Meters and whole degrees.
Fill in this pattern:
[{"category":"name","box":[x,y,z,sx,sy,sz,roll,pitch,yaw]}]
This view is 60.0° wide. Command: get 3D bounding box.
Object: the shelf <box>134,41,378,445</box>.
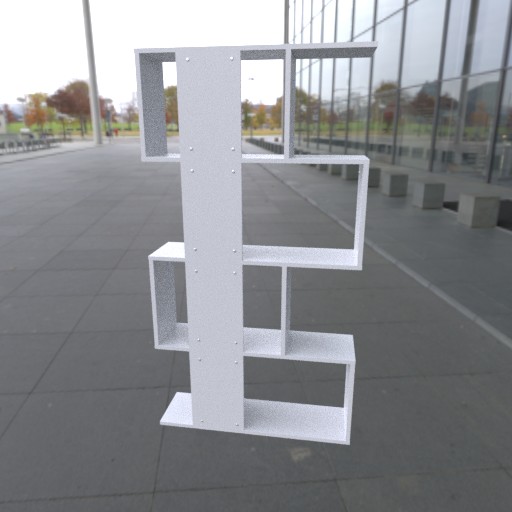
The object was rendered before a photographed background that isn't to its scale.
[{"category":"shelf","box":[0.000,0.000,1.939,0.890,1.650,0.250,3,16,9]}]
